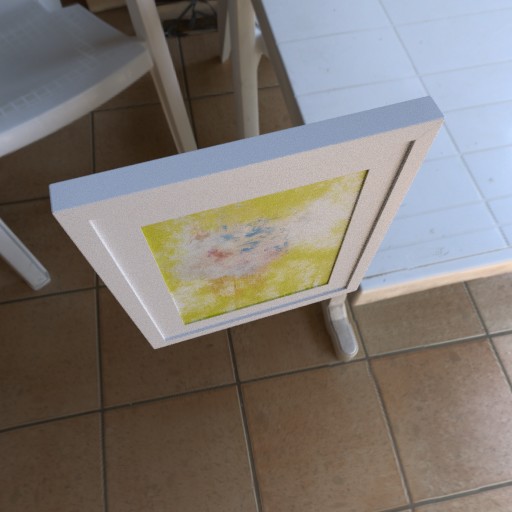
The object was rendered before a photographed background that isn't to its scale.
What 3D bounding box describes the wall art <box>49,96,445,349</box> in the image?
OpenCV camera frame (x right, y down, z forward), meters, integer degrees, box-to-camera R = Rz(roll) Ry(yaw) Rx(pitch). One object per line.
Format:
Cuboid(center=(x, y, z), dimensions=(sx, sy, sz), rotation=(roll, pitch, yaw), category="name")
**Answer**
Cuboid(center=(0.000, 0.000, 0.531), dimensions=(0.331, 0.381, 0.028), rotation=(-15, 64, -8), category="wall art")
